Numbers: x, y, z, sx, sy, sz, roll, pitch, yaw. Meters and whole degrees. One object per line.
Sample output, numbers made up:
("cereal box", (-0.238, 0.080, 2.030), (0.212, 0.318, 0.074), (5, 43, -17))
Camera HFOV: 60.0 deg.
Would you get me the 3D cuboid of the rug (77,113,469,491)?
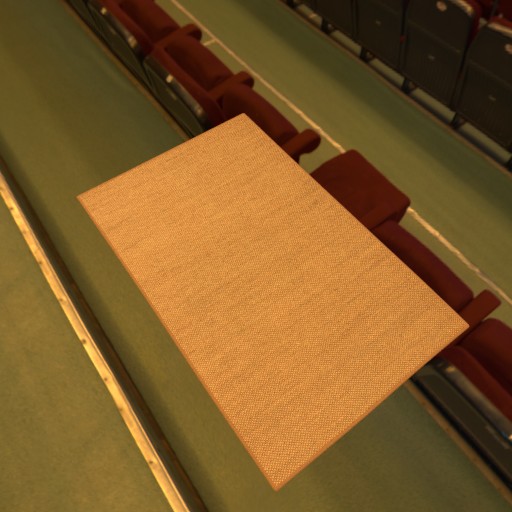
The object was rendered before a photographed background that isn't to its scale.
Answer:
("rug", (0.000, 0.000, 2.086), (1.061, 0.012, 1.668), (-32, 64, -18))
